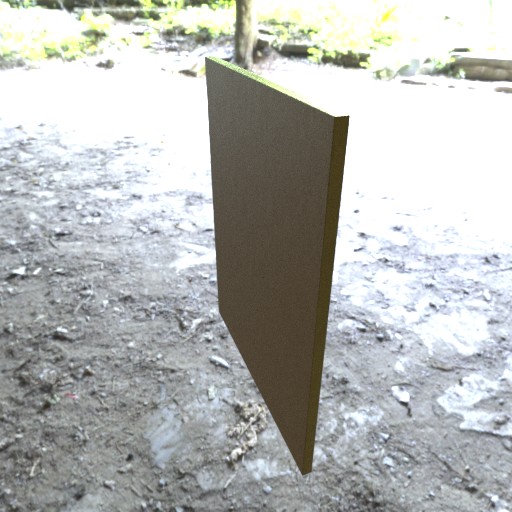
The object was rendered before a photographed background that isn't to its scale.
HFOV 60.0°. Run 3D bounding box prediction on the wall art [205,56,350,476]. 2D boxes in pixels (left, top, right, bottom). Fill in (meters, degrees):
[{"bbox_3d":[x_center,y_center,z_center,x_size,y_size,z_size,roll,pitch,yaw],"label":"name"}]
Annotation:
[{"bbox_3d":[0.000,0.000,1.321,0.030,1.002,0.798,-11,33,-18],"label":"wall art"}]
